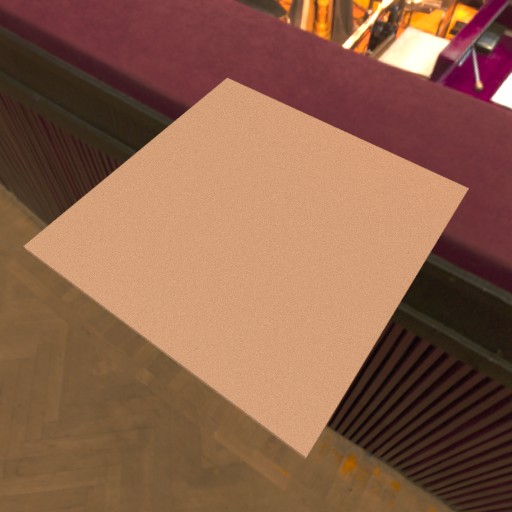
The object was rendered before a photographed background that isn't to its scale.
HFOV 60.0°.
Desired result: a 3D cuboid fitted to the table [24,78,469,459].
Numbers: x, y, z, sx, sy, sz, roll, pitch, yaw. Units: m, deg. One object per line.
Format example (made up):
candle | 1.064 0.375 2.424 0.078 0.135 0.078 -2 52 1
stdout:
table | 0.000 0.000 1.062 0.670 0.305 0.670 31 62 18
